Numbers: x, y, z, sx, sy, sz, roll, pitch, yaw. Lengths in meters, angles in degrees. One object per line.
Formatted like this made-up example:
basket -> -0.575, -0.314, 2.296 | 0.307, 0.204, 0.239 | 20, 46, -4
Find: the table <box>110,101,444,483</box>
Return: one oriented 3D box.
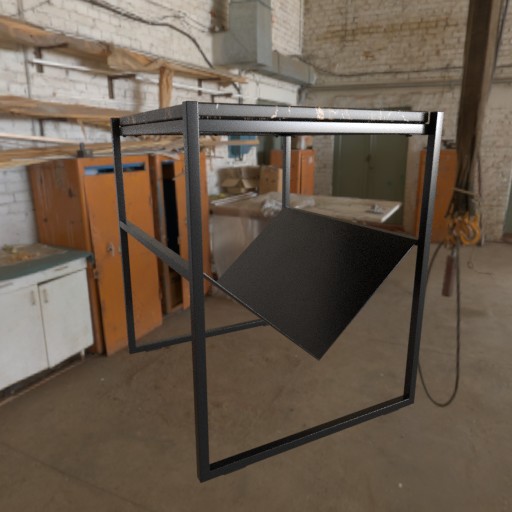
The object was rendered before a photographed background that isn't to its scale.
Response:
table -> 0.000, 0.000, 0.877 | 0.432, 0.534, 0.469 | -8, 17, -27
